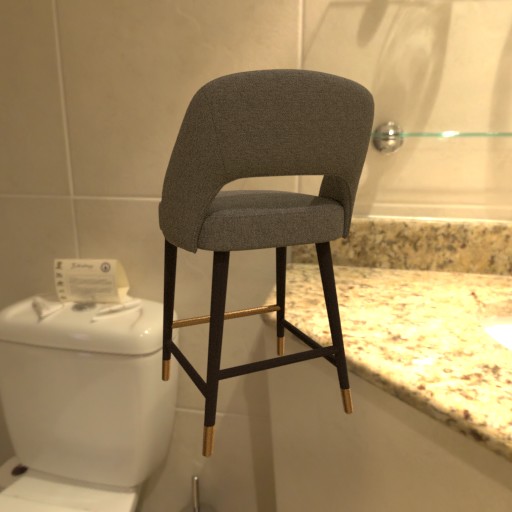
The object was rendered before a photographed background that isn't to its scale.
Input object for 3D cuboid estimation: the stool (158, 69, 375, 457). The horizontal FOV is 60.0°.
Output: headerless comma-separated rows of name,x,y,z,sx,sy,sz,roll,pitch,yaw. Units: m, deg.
stool,0.000,0.000,1.270,0.536,0.925,0.524,-6,15,-25
